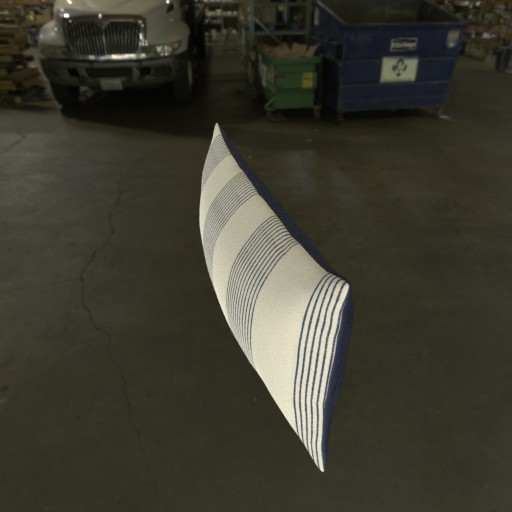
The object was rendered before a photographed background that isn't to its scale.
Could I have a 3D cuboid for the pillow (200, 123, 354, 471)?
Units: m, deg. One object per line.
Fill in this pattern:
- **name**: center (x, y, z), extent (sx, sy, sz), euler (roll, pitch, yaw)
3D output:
- **pillow**: center (0.000, 0.000, 0.732), extent (0.151, 0.287, 0.610), euler (-8, 32, -14)
